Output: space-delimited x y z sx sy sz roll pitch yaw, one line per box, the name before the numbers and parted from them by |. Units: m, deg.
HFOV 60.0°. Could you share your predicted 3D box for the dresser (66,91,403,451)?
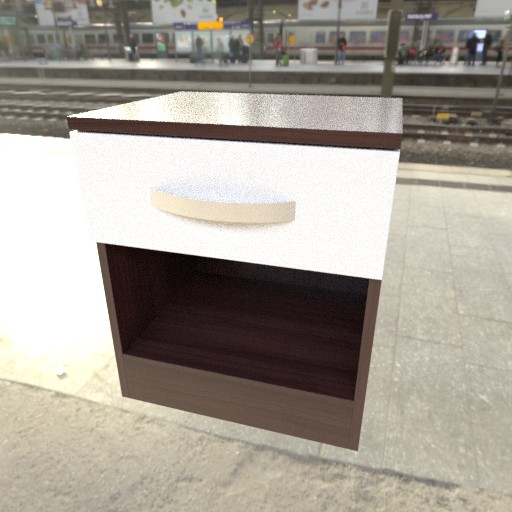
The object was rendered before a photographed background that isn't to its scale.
dresser | 0.000 0.000 0.733 0.400 0.470 0.360 7 27 15
